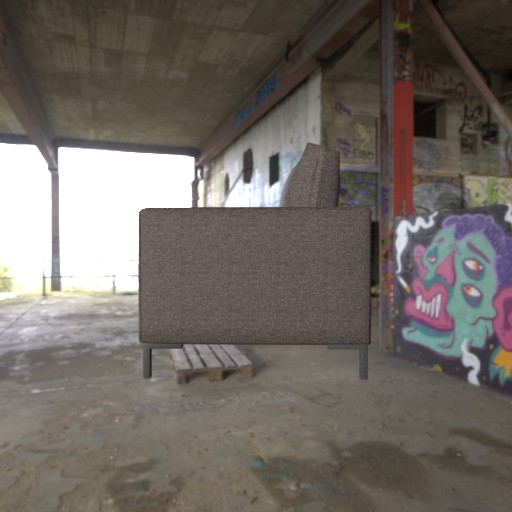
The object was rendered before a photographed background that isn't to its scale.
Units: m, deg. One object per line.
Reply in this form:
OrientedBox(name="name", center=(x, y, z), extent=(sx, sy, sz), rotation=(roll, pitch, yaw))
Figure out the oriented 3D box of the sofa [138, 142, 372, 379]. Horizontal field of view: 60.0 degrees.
OrientedBox(name="sofa", center=(0.000, 0.000, 2.705), extent=(0.876, 0.882, 2.253), rotation=(0, 0, 1))
